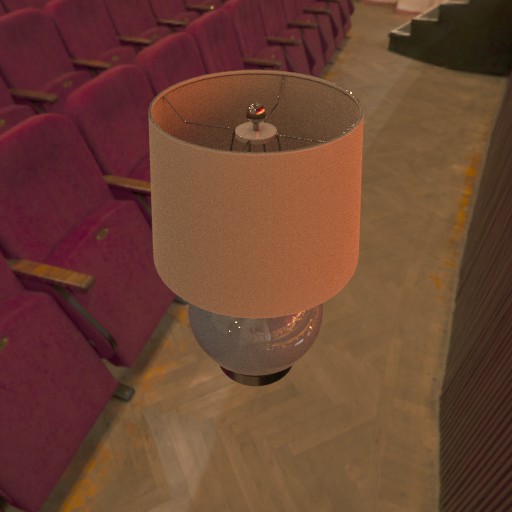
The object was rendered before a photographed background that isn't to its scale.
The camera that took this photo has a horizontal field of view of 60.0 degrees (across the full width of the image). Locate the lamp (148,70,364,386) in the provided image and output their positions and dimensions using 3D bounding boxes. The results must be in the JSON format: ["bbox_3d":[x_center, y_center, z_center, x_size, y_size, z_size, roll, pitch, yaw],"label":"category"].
[{"bbox_3d":[0.000,0.000,0.554,0.247,0.387,0.247,0,40,0],"label":"lamp"}]
